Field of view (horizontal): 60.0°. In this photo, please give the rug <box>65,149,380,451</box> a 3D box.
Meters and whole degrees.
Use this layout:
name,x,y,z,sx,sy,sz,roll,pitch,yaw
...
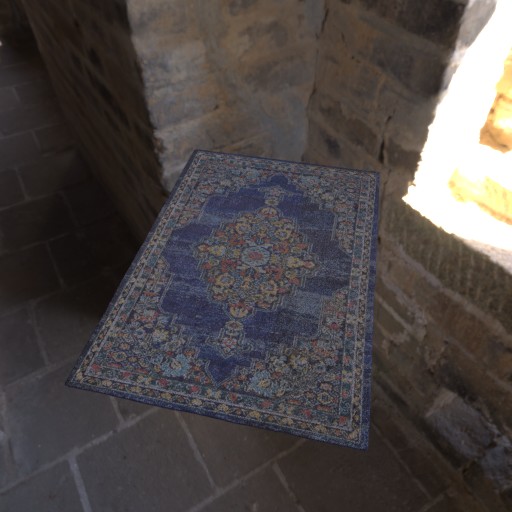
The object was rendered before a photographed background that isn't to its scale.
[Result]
name,x,y,z,sx,sy,sz,roll,pitch,yaw
rug,0.000,0.000,3.851,2.053,0.011,2.940,9,47,8
